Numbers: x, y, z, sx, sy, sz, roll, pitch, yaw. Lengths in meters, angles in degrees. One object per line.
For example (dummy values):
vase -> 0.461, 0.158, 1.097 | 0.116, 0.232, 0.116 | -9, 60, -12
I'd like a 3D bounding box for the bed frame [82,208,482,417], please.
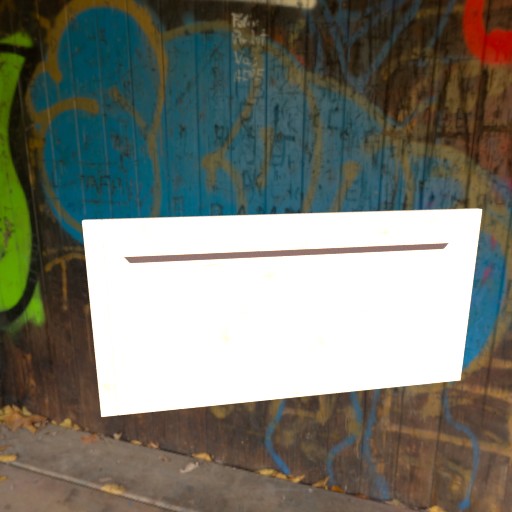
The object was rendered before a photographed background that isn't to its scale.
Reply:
bed frame -> 0.000, 0.000, 3.044 | 1.800, 0.900, 2.080 | -3, 15, -10
